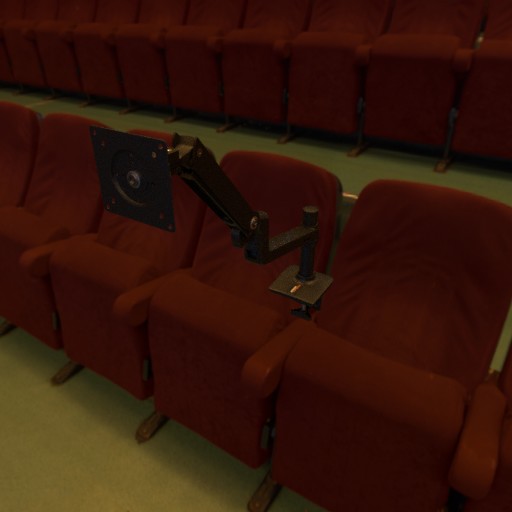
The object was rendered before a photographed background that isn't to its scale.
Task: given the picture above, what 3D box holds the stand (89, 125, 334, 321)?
[{"bbox_3d":[0.000,0.000,1.013,0.152,0.713,0.650,18,35,27],"label":"stand"}]
